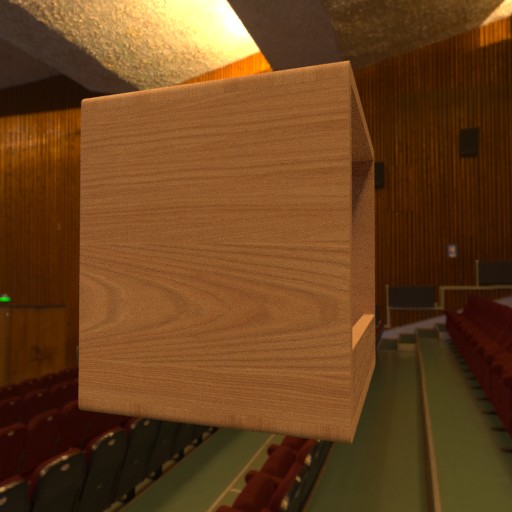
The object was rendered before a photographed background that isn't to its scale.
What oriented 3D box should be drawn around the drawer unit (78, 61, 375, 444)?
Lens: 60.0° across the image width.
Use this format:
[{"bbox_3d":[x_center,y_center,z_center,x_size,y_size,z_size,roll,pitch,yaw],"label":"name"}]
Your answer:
[{"bbox_3d":[0.000,0.000,0.600,0.290,0.344,0.344,0,-1,19],"label":"drawer unit"}]
